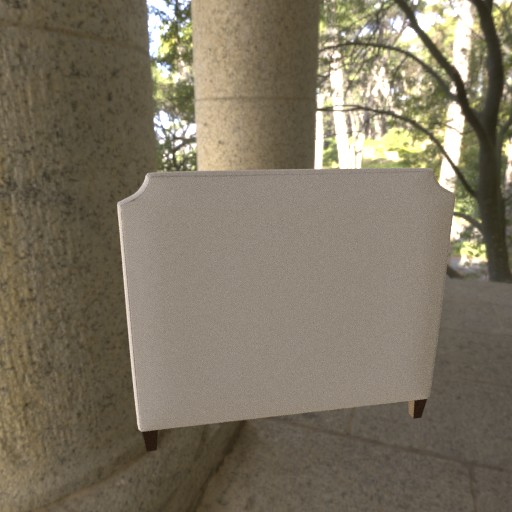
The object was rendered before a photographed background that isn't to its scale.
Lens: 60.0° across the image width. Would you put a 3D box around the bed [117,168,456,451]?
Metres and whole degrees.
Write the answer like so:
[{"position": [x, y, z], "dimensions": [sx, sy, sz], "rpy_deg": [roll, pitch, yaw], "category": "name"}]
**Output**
[{"position": [0.000, 0.000, 3.414], "dimensions": [1.712, 1.497, 2.372], "rpy_deg": [-3, 16, -10], "category": "bed"}]
